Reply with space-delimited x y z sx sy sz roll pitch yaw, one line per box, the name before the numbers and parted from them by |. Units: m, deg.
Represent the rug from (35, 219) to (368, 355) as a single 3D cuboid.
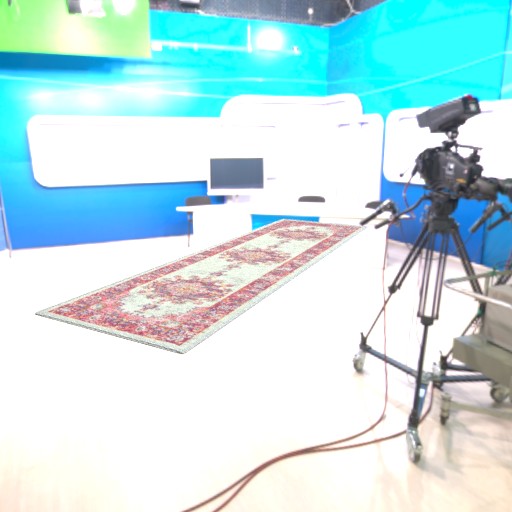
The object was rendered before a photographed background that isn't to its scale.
rug | 0.000 0.000 1.990 0.562 0.009 1.824 8 17 27
